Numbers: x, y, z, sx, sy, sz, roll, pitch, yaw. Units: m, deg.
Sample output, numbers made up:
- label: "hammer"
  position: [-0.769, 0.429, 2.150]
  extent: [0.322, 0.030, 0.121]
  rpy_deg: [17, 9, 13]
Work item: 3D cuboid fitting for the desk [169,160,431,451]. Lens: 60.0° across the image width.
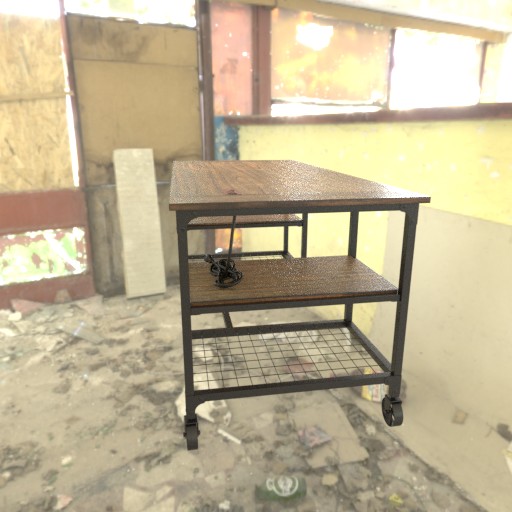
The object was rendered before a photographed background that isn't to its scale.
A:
- label: "desk"
  position: [0.000, 0.000, 2.007]
  extent: [0.711, 0.751, 1.590]
  rpy_deg: [-3, 16, -9]
